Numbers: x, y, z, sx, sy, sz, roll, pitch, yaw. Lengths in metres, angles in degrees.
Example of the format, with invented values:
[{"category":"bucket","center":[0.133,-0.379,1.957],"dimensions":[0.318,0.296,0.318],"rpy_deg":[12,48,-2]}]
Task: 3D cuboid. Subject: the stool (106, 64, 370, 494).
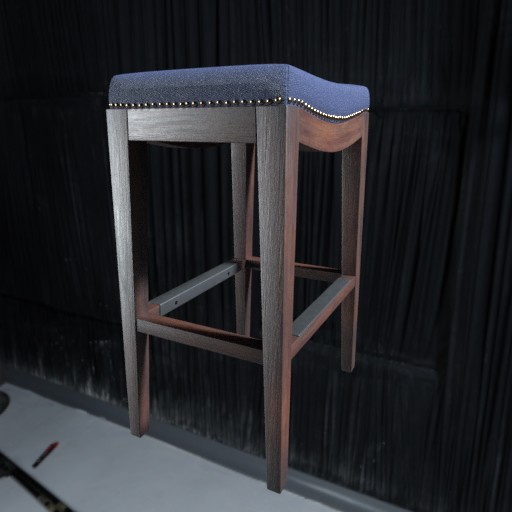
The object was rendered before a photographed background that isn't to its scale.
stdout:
[{"category":"stool","center":[0.000,0.000,0.994],"dimensions":[0.358,0.740,0.498],"rpy_deg":[8,19,26]}]
